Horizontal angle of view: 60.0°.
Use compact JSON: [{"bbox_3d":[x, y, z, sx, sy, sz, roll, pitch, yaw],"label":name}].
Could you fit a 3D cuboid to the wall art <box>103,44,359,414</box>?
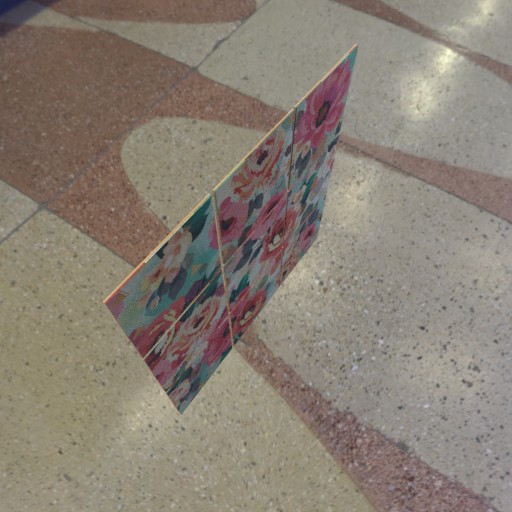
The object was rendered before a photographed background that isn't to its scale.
[{"bbox_3d":[0.000,0.000,2.258,0.013,1.519,1.521,31,64,18],"label":"wall art"}]
